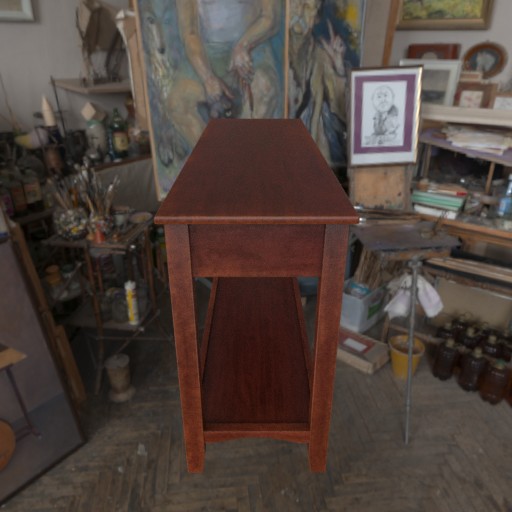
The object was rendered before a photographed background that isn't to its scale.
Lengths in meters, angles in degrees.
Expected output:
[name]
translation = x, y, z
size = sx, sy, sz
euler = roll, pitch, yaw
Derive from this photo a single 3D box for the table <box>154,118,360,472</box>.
[table]
translation = 0.000, 0.000, 1.531
size = 0.392, 0.739, 1.188
euler = 0, 26, 0
